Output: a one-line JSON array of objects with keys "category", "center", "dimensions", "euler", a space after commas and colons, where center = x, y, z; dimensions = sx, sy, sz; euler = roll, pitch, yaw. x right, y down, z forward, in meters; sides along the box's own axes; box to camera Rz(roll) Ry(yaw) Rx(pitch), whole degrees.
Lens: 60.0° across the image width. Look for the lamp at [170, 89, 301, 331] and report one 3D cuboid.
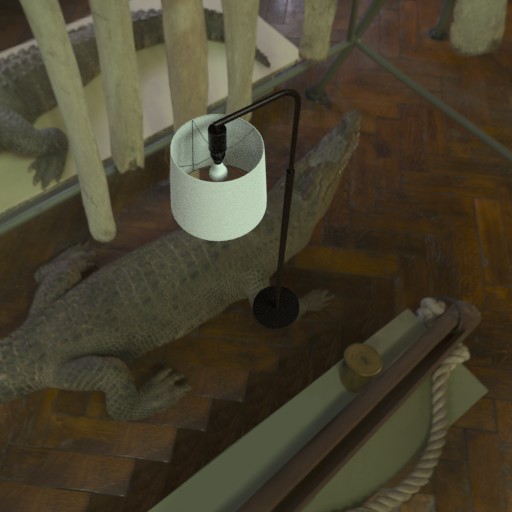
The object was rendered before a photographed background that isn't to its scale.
[{"category": "lamp", "center": [0.000, 0.000, 1.638], "dimensions": [0.508, 1.478, 0.254], "euler": [-34, 67, -16]}]
